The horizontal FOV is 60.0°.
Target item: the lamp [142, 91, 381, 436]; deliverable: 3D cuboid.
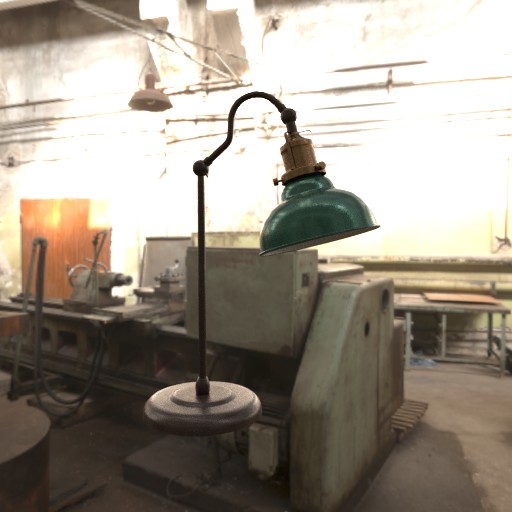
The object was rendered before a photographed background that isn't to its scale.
[{"bbox_3d":[0.000,0.000,0.689,0.374,0.508,0.192,0,1,19],"label":"lamp"}]
